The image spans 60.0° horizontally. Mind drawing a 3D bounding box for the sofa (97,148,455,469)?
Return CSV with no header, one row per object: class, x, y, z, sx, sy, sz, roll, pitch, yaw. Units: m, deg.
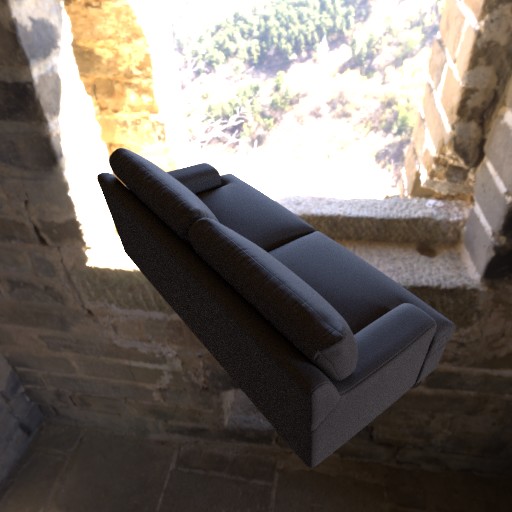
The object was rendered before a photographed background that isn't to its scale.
sofa,0.000,0.000,2.839,1.140,0.950,2.271,-26,46,-28
